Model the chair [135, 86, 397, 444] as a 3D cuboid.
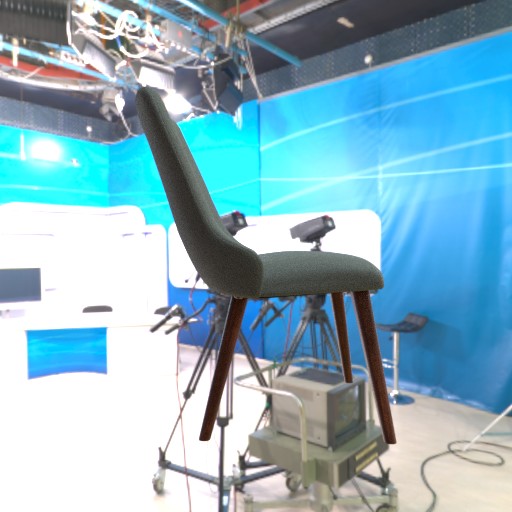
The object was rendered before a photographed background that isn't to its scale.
[{"bbox_3d":[0.000,0.000,1.343,0.707,0.918,0.535,0,1,1],"label":"chair"}]
